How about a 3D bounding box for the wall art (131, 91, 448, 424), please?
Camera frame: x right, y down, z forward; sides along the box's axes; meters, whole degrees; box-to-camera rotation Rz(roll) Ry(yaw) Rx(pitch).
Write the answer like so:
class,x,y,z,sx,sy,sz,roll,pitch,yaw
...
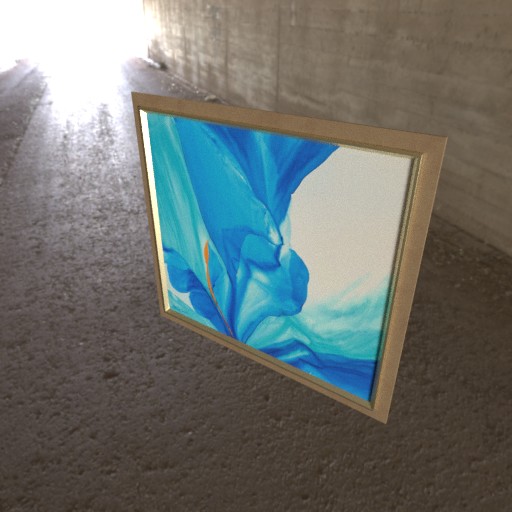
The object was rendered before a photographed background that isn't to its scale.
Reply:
class,x,y,z,sx,sy,sz,roll,pitch,yaw
wall art,0.000,0.000,1.672,1.168,1.067,0.025,19,35,30
